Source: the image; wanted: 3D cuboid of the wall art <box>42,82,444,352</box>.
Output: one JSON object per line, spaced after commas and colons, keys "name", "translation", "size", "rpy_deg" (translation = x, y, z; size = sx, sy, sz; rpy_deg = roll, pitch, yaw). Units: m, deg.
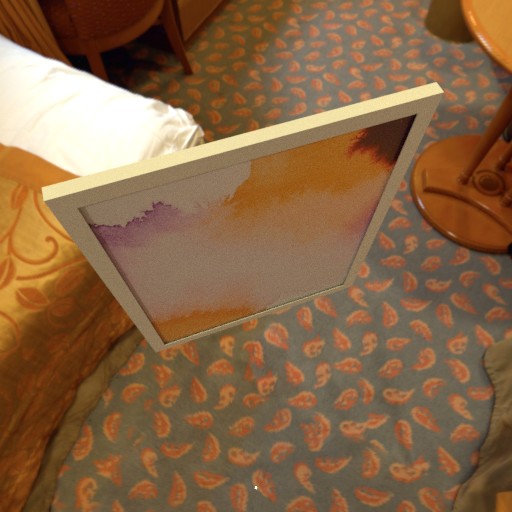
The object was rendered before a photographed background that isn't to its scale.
{"name": "wall art", "translation": [0.000, 0.000, 1.058], "size": [0.661, 0.811, 0.026], "rpy_deg": [-17, 64, -9]}
